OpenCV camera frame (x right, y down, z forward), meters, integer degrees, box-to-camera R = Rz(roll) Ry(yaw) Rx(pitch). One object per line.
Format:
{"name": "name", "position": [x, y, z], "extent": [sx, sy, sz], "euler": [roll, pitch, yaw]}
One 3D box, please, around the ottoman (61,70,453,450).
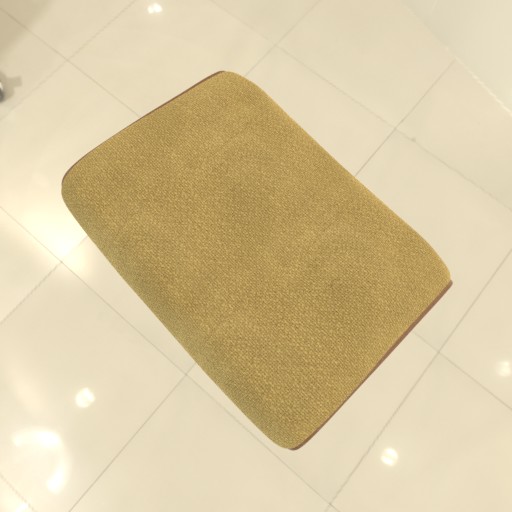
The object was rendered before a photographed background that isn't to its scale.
{"name": "ottoman", "position": [0.000, 0.000, 0.806], "extent": [0.394, 0.391, 0.520], "euler": [-42, 79, -11]}
